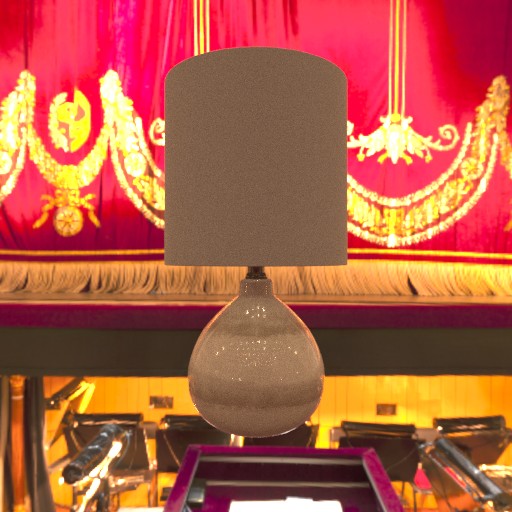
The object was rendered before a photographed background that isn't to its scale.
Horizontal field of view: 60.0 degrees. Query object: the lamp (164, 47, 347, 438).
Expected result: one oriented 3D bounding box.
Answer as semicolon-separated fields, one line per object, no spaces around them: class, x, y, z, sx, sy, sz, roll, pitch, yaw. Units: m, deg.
lamp;0.000;0.000;0.535;0.217;0.404;0.217;0;0;-1
